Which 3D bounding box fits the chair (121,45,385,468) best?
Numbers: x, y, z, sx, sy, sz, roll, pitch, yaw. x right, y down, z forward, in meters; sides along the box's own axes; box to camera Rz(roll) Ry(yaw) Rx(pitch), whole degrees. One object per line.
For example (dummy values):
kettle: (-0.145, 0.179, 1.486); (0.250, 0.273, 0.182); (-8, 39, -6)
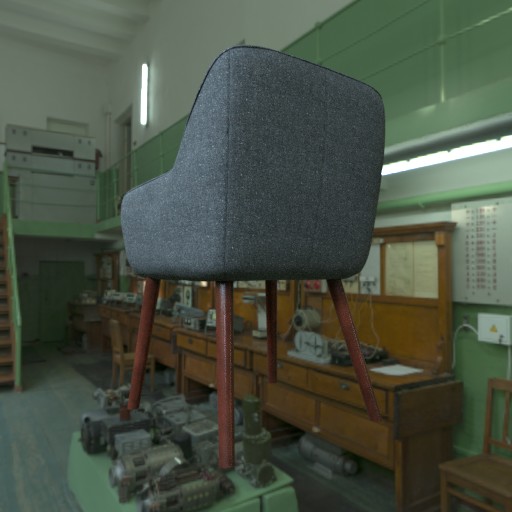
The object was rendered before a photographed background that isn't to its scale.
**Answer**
chair: (0.000, 0.000, 1.135); (0.543, 0.803, 0.519); (1, -2, -36)
